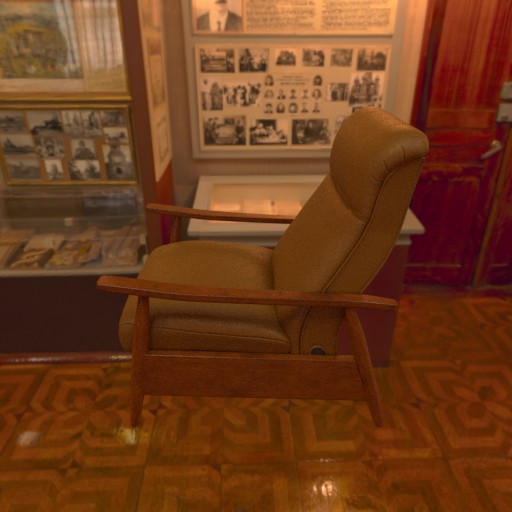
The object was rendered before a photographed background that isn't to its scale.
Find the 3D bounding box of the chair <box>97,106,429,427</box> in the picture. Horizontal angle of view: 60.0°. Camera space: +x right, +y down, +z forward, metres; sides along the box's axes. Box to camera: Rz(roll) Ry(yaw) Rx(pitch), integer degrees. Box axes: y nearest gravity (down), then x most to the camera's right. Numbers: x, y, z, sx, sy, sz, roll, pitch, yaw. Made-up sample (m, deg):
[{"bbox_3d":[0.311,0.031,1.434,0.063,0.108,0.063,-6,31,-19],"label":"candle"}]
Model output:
[{"bbox_3d":[0.000,0.000,1.770,1.014,1.082,0.762,0,26,0],"label":"chair"}]
